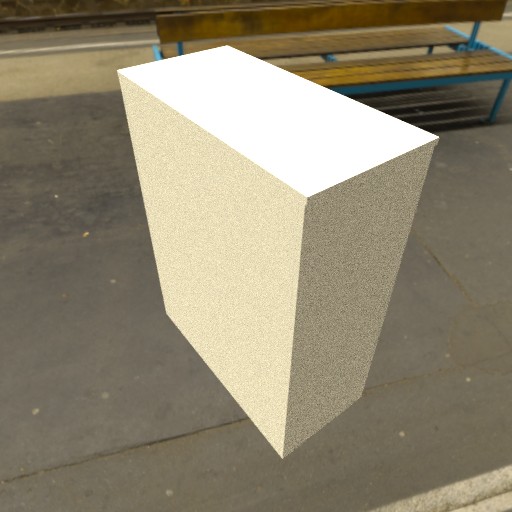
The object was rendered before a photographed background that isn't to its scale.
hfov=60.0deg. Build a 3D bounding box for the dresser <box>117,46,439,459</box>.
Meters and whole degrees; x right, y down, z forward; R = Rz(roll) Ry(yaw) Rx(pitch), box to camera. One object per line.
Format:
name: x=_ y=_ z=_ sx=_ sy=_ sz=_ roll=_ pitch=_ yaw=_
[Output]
dresser: x=0.000 y=0.000 z=1.444 sx=0.380 sy=1.040 sz=0.800 roll=-27 pitch=48 yaw=-27
